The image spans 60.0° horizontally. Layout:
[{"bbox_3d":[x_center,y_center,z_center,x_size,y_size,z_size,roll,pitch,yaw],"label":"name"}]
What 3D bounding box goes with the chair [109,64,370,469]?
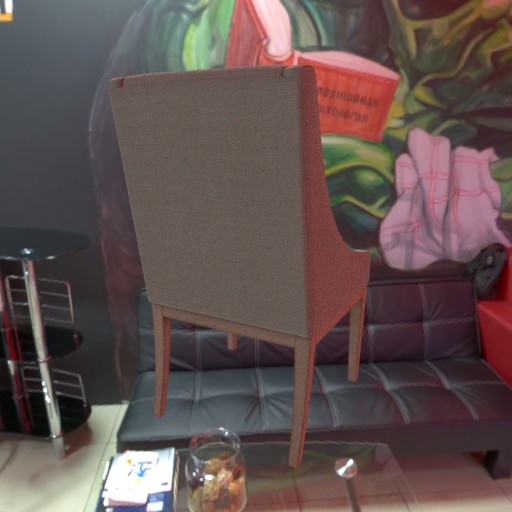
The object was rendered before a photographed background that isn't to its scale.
[{"bbox_3d":[0.000,0.000,1.381,0.575,1.021,0.611,8,18,27],"label":"chair"}]
